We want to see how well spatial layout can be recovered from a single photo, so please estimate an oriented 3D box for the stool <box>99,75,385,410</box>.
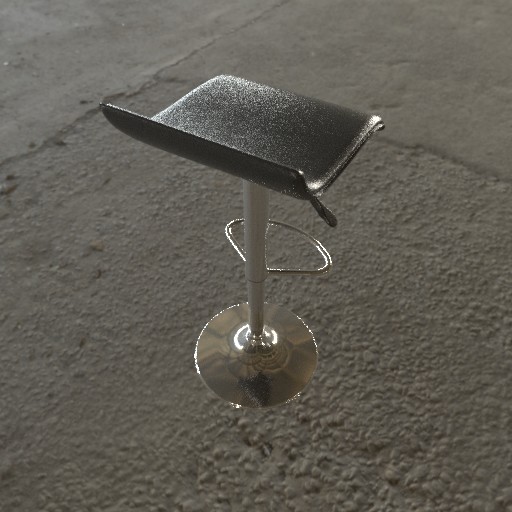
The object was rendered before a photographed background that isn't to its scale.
[{"bbox_3d":[0.000,0.000,1.063,0.381,0.851,0.381,24,51,21],"label":"stool"}]
